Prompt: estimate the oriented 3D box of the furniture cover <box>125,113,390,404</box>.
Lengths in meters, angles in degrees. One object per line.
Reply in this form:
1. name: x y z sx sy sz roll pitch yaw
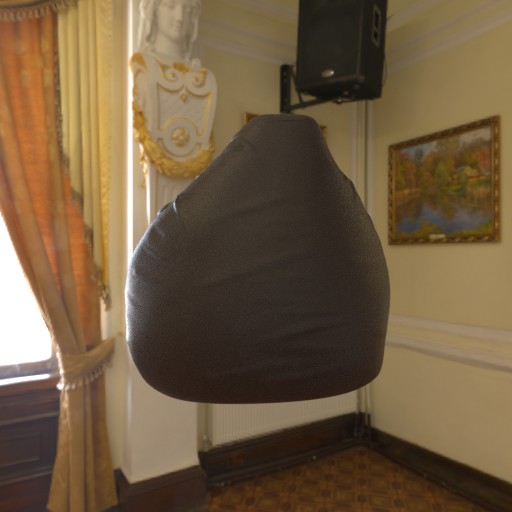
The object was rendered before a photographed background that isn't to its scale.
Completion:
1. furniture cover: 0.000 0.000 1.878 1.070 0.990 1.070 0 0 -19
